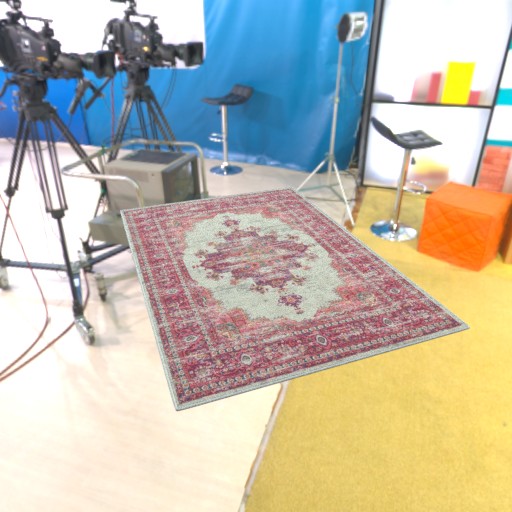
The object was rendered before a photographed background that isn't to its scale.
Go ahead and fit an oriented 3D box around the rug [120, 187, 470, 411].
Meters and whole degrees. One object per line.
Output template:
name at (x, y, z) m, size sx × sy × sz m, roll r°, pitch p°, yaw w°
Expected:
rug at (0.000, 0.000, 2.980) m, size 1.555 × 0.011 × 2.232 m, roll -10°, pitch 31°, yaw -18°
